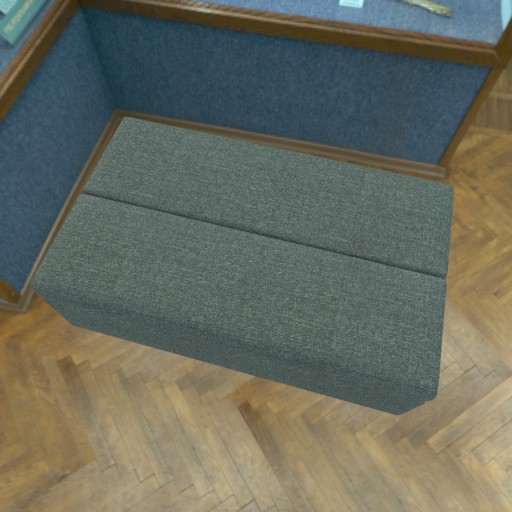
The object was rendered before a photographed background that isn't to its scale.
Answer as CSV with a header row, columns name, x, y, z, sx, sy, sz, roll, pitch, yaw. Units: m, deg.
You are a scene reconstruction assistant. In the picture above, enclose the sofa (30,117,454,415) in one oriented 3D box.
name,x,y,z,sx,sy,sz,roll,pitch,yaw
sofa,0.000,0.000,1.577,1.198,0.417,0.782,14,63,7
